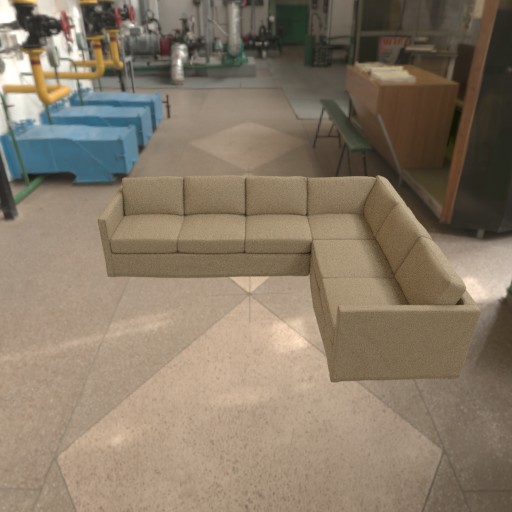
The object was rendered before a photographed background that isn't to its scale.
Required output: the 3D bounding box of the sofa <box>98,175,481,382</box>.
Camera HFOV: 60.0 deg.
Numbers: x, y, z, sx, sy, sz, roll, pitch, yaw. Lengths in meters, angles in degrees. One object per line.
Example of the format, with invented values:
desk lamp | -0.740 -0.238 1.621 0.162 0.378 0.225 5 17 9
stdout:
sofa | 0.000 0.000 4.280 3.182 0.871 2.432 0 30 0
